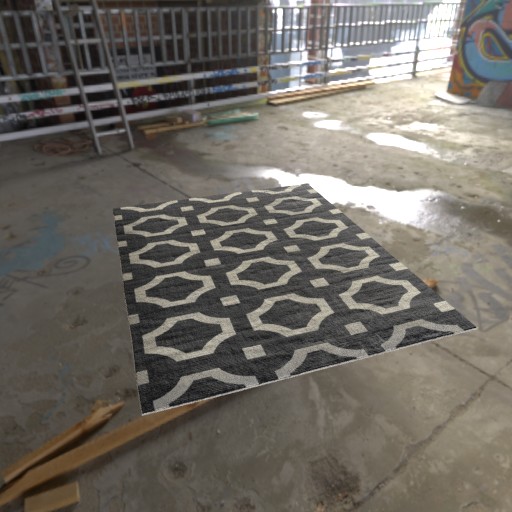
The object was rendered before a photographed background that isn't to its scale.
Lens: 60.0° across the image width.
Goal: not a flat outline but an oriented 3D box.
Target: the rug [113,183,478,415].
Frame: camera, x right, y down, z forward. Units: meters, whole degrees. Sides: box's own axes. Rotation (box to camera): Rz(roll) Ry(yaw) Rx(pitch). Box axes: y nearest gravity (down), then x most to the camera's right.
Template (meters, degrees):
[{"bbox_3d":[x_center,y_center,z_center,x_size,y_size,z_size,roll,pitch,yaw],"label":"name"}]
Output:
[{"bbox_3d":[0.000,0.000,4.201,2.466,0.021,3.049,-10,32,-16],"label":"rug"}]
